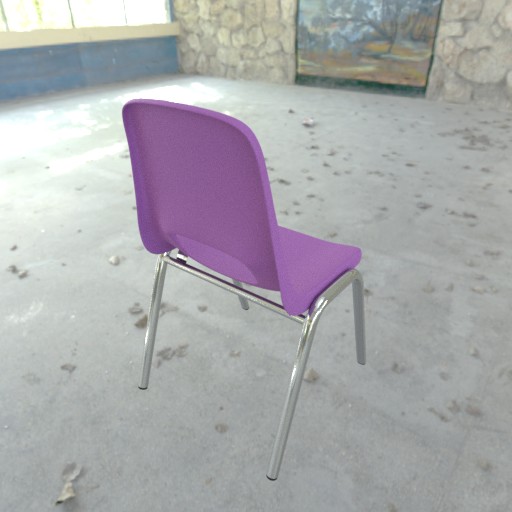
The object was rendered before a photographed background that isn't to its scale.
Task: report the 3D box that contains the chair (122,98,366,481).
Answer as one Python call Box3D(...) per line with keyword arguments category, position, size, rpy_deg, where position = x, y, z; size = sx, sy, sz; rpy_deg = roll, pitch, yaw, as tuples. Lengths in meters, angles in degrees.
Box3D(category="chair", position=(0.000, 0.000, 0.671), size=(0.291, 0.493, 0.301), rpy_deg=(21, 36, 32))
